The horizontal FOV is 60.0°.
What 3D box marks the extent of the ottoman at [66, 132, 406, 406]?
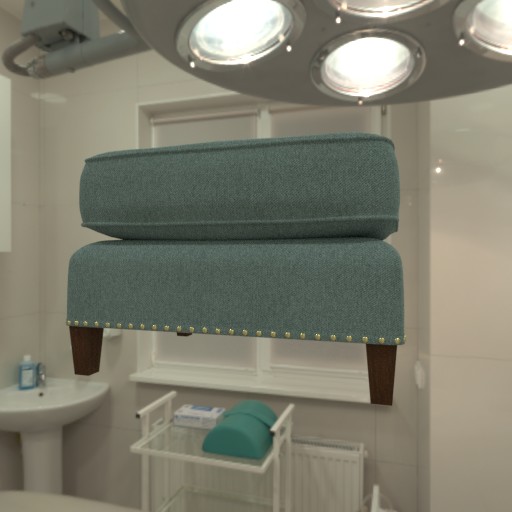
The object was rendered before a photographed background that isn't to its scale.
[{"bbox_3d":[0.000,0.000,1.165,0.738,0.537,0.589,0,0,18],"label":"ottoman"}]
